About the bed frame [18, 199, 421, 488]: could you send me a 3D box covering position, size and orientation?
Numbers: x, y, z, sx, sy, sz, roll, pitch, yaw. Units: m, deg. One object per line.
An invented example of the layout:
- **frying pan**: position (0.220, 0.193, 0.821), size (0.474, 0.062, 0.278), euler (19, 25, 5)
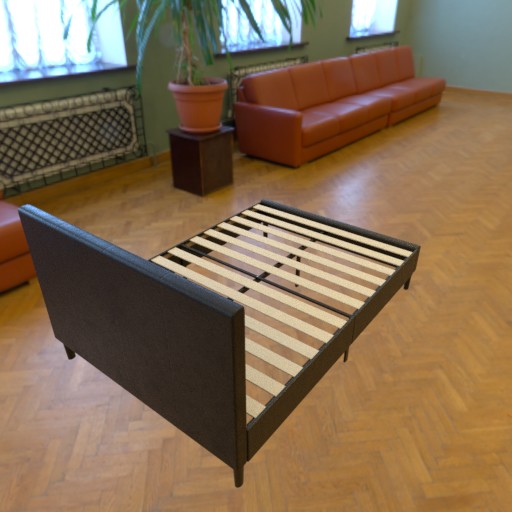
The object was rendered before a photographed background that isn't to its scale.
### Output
- **bed frame**: position (0.000, 0.000, 2.900), size (1.469, 1.046, 2.152), euler (21, 36, 32)
